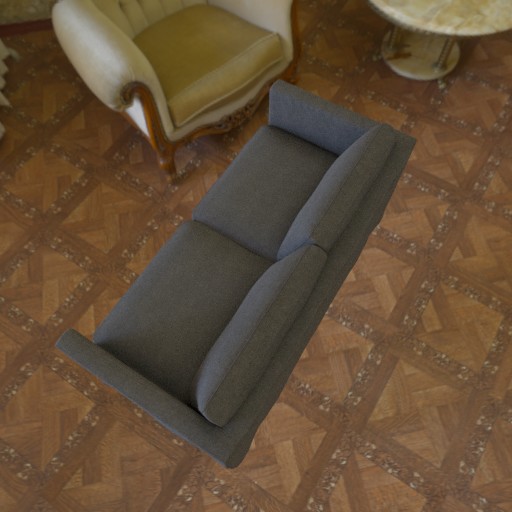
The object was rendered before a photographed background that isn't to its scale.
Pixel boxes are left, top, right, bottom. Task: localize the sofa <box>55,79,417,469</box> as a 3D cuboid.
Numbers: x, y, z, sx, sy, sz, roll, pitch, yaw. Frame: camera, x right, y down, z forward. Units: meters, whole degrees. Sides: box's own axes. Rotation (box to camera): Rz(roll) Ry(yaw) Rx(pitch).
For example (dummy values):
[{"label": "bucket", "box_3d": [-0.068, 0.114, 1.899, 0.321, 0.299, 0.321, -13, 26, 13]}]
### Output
[{"label": "sofa", "box_3d": [0.000, 0.000, 2.468, 0.953, 0.855, 1.982, 29, 67, 14]}]
